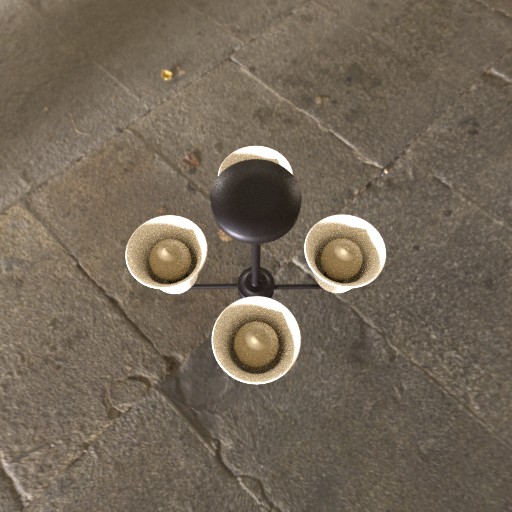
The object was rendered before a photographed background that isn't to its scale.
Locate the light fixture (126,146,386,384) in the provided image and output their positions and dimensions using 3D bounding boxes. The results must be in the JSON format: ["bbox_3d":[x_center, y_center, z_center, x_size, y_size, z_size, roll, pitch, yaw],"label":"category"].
[{"bbox_3d":[0.000,0.000,1.872,1.069,0.925,1.069,0,65,0],"label":"light fixture"}]
